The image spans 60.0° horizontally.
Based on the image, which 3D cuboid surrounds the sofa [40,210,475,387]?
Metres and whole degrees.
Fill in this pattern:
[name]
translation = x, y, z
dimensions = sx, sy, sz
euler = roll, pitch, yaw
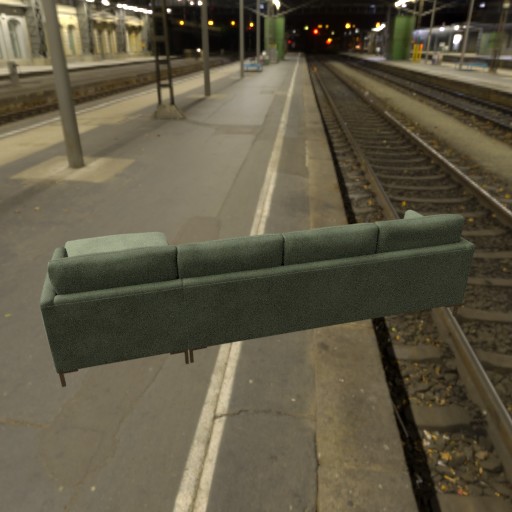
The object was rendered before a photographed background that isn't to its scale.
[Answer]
[sofa]
translation = 0.000, 0.000, 3.216
dimensions = 2.725, 0.756, 1.255
euler = -7, 26, -14
